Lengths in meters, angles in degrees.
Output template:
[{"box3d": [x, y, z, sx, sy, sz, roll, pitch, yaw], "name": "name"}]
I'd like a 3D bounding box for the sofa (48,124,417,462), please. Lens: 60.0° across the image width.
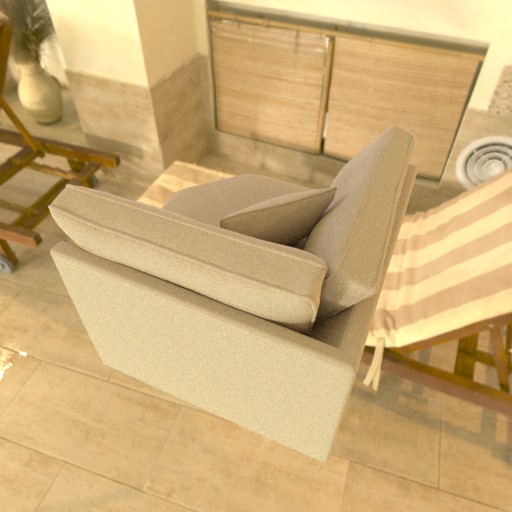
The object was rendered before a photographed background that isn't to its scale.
[{"box3d": [0.000, 0.000, 1.835, 1.042, 0.937, 1.050, 18, 49, 16], "name": "sofa"}]
